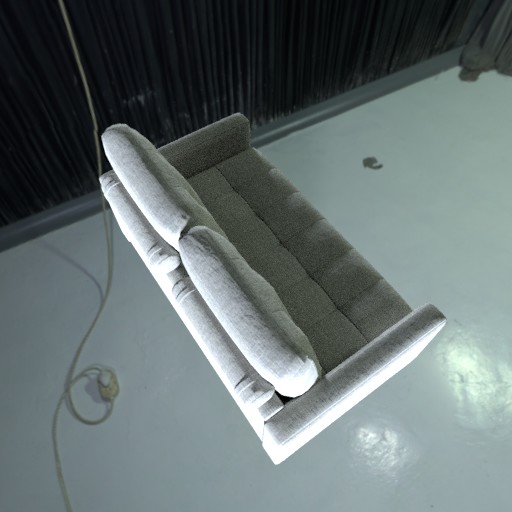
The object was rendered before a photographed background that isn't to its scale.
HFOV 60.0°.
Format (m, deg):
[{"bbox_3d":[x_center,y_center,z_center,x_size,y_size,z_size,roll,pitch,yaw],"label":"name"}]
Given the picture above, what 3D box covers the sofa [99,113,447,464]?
[{"bbox_3d":[0.000,0.000,1.927,0.842,0.907,1.407,-30,63,-18],"label":"sofa"}]
